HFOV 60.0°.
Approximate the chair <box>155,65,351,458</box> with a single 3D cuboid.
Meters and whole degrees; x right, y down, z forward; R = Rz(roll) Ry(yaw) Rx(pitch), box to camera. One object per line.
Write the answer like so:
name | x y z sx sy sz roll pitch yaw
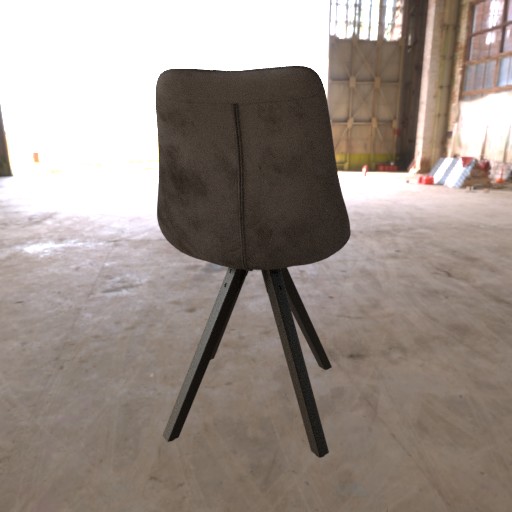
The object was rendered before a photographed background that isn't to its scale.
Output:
chair | 0.000 0.000 1.161 0.476 0.850 0.550 2 15 8
